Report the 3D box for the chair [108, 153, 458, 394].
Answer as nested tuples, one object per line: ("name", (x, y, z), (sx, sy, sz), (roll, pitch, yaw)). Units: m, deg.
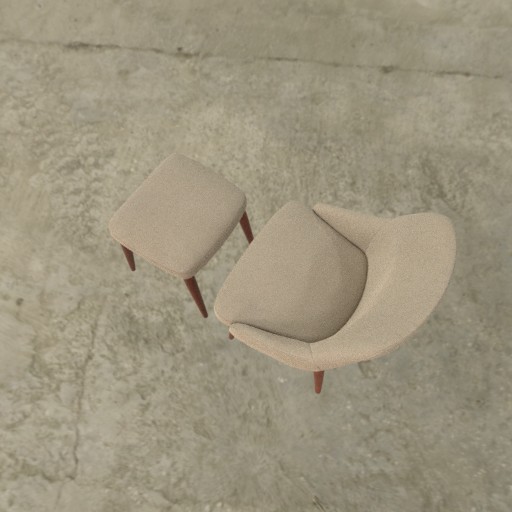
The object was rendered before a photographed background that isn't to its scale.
("chair", (0.000, 0.000, 1.602), (1.114, 0.866, 0.584), (31, 68, 14))
